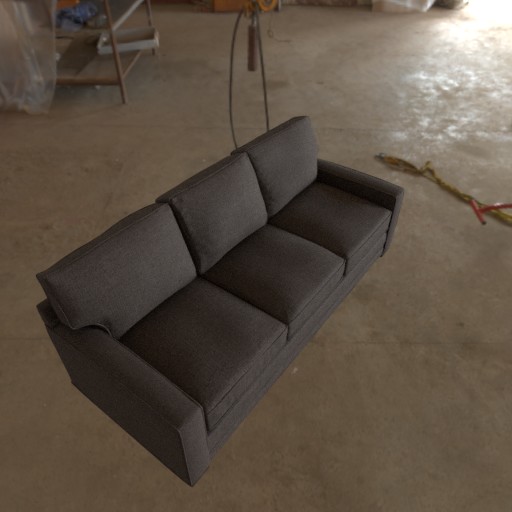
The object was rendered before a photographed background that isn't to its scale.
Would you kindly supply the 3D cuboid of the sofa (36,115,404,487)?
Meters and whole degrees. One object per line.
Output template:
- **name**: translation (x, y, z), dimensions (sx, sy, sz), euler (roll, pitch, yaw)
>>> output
- **sofa**: translation (0.000, 0.000, 2.839), dimensions (1.004, 0.978, 2.369), euler (26, 47, 27)
